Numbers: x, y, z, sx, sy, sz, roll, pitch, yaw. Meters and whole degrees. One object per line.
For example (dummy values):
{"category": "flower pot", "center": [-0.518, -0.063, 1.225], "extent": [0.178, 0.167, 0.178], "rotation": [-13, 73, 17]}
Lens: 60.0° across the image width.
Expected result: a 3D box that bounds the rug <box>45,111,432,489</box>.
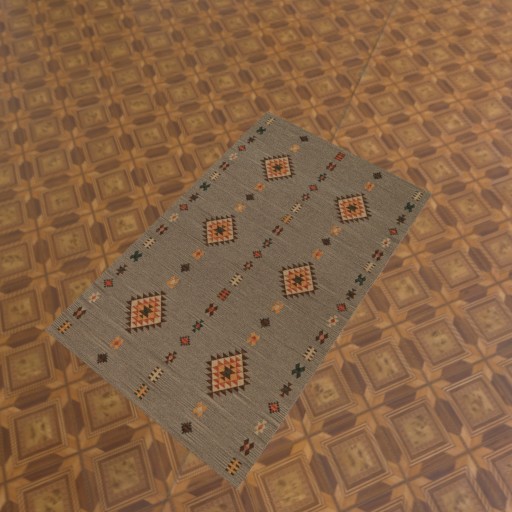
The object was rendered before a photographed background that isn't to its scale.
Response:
{"category": "rug", "center": [0.000, 0.000, 3.053], "extent": [1.515, 0.007, 2.427], "rotation": [32, 65, 17]}
